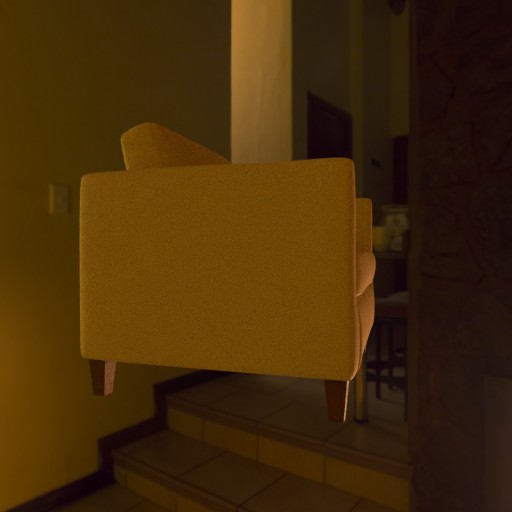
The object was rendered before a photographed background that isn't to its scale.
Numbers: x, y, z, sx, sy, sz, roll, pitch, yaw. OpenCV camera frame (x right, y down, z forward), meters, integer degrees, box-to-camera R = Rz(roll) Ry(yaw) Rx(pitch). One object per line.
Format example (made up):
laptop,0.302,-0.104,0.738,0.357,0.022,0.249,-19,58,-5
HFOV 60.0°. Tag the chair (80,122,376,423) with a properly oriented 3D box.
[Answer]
chair,0.000,0.000,1.876,0.959,0.961,1.107,0,0,17
